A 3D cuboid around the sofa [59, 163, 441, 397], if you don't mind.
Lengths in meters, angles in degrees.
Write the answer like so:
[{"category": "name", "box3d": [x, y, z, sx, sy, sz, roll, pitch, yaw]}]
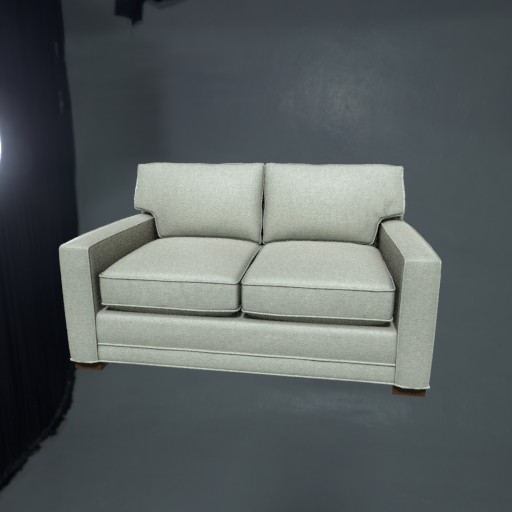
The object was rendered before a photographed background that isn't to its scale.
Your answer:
[{"category": "sofa", "box3d": [0.000, 0.000, 2.138, 1.484, 0.853, 0.940, 2, 15, 9]}]
